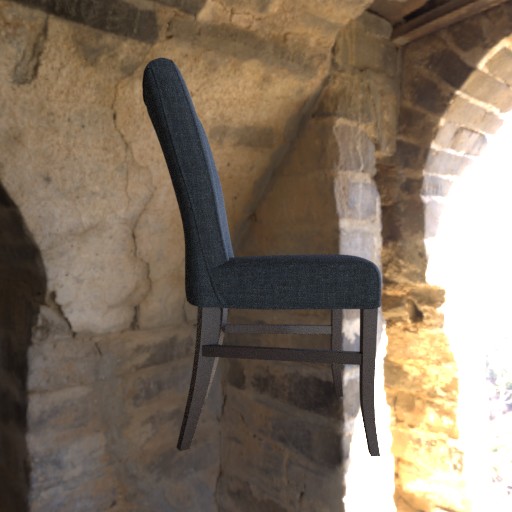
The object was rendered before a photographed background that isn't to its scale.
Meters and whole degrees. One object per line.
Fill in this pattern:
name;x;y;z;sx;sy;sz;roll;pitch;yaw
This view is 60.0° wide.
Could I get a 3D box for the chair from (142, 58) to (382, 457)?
chair;0.000;0.000;1.338;0.660;0.991;0.520;0;0;0
